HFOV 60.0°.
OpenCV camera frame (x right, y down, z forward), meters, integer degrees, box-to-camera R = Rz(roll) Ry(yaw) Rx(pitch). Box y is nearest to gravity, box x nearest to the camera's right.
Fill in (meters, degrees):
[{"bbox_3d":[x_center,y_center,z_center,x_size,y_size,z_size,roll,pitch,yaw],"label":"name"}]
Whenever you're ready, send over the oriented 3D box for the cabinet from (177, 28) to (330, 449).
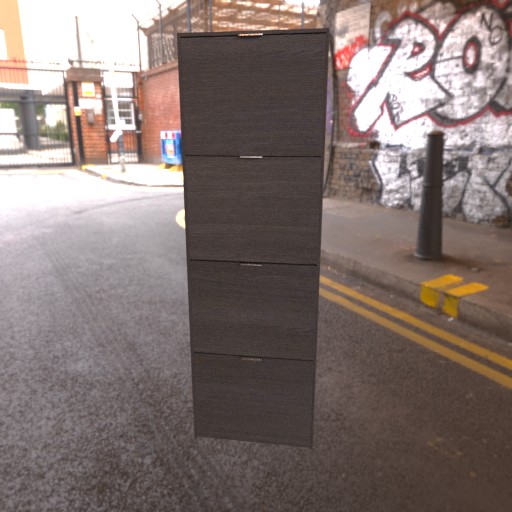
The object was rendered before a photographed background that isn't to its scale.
[{"bbox_3d":[0.000,0.000,1.807,0.520,1.630,0.255,2,16,8],"label":"cabinet"}]
